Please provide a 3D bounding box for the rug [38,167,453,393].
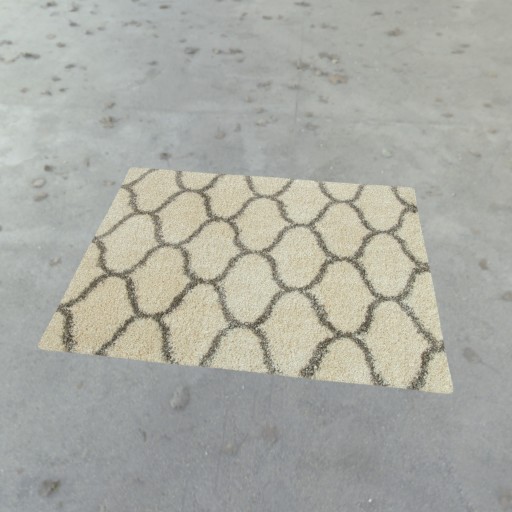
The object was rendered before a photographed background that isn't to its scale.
[{"bbox_3d":[0.000,0.000,2.089,1.600,0.025,1.200,5,47,5],"label":"rug"}]
